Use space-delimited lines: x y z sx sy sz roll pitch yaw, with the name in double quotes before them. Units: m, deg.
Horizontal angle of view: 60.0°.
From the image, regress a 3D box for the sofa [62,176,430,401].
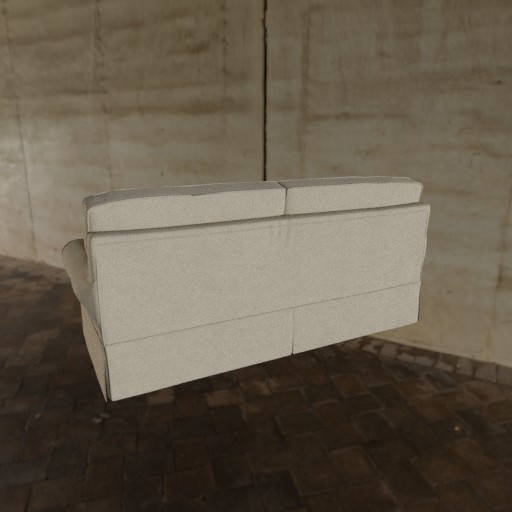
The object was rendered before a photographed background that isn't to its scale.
"sofa" 0.000 0.000 2.862 2.246 1.014 0.900 -8 17 -27
